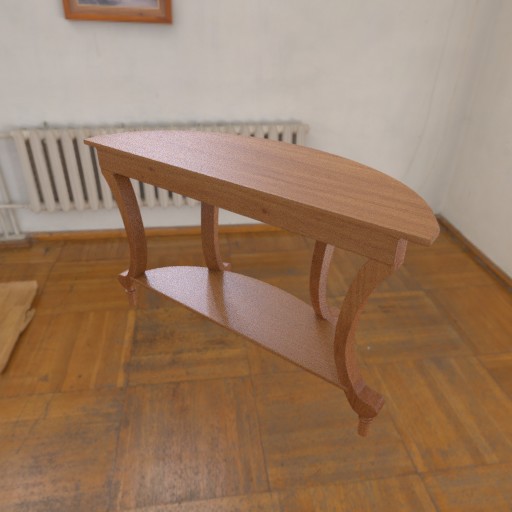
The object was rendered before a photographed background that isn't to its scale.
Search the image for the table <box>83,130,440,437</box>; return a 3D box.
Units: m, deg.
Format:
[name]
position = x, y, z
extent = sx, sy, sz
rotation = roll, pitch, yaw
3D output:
[table]
position = 0.000, 0.000, 1.528
extent = 1.198, 0.692, 0.394
rotation = 21, 37, 31
